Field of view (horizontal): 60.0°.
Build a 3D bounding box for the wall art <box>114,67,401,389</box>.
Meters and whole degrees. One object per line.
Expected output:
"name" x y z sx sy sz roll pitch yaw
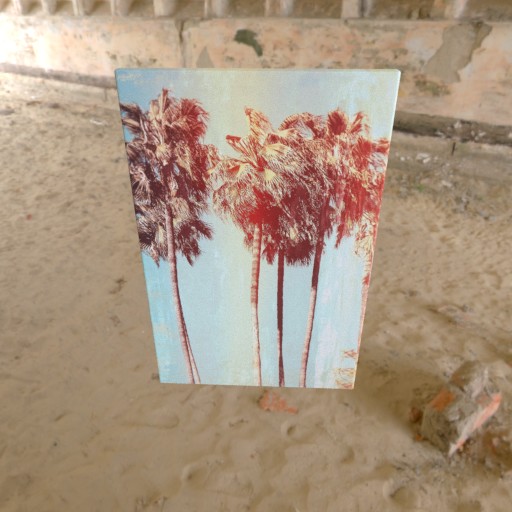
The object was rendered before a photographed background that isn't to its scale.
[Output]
"wall art" 0.000 0.000 1.170 0.605 0.915 0.037 1 30 2
